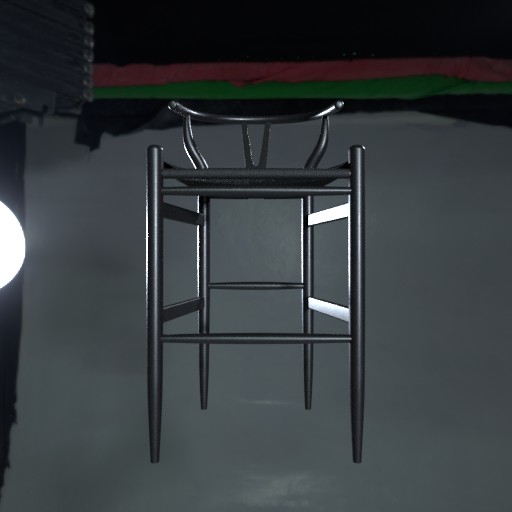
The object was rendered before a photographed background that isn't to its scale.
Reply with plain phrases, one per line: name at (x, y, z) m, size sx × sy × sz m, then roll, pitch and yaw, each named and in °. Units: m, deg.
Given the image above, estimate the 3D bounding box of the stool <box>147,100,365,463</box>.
stool at (0.000, 0.000, 1.423) m, size 0.569 × 1.072 × 0.579 m, roll 0°, pitch 0°, yaw 0°
